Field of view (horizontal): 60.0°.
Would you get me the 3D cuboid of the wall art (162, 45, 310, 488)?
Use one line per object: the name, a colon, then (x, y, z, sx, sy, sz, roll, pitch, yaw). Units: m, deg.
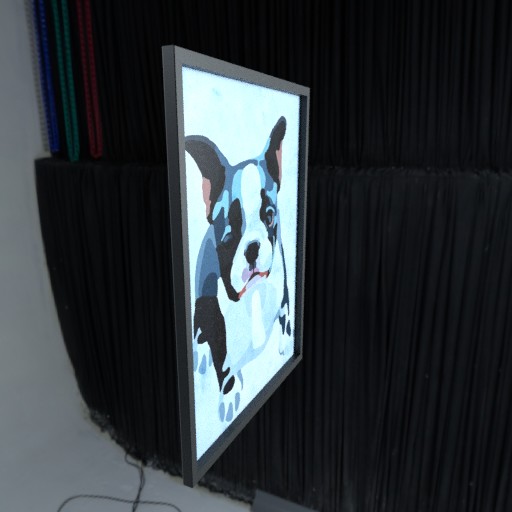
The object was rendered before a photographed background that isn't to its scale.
wall art: (0.000, 0.000, 1.331, 0.030, 1.027, 0.774, 7, 16, 26)
